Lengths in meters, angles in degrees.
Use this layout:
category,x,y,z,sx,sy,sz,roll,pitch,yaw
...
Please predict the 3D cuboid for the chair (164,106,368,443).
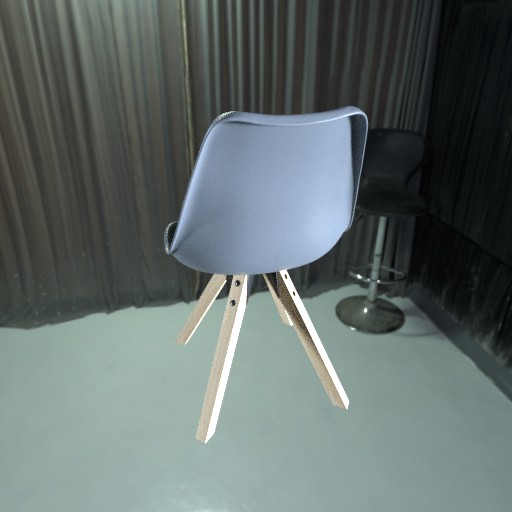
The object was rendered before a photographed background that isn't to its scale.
category,x,y,z,sx,sy,sz,roll,pitch,yaw
chair,0.000,0.000,1.221,0.485,0.850,0.550,-8,28,-15
